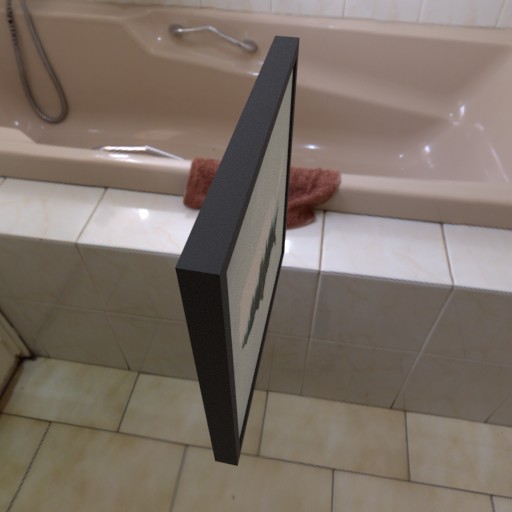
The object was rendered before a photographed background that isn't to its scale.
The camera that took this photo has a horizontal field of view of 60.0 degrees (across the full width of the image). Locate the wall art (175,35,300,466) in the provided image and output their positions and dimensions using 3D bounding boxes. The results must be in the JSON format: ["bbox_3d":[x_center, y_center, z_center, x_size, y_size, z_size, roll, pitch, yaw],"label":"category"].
[{"bbox_3d":[0.000,0.000,0.739,0.040,0.509,0.509,9,48,8],"label":"wall art"}]
